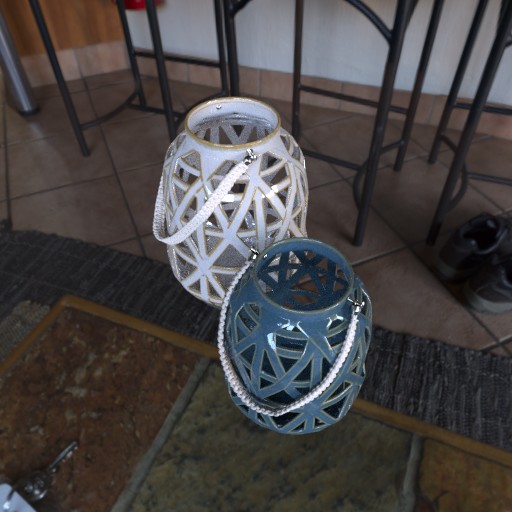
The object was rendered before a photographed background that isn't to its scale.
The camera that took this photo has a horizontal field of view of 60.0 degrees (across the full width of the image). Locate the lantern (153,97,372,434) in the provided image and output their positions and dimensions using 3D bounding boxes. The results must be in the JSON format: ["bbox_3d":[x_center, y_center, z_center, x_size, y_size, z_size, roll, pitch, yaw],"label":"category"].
[{"bbox_3d":[0.000,0.000,0.620,0.245,0.307,0.439,-16,48,-14],"label":"lantern"}]
